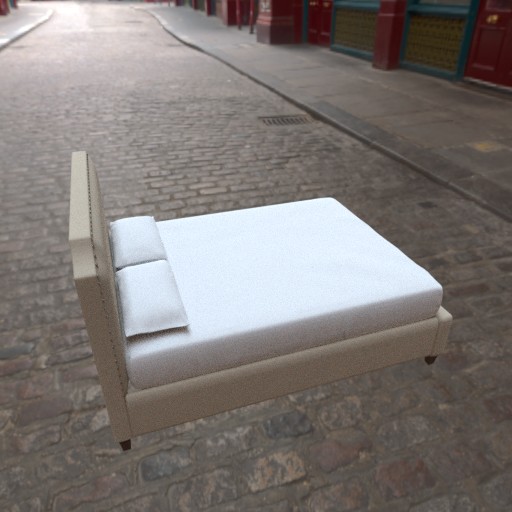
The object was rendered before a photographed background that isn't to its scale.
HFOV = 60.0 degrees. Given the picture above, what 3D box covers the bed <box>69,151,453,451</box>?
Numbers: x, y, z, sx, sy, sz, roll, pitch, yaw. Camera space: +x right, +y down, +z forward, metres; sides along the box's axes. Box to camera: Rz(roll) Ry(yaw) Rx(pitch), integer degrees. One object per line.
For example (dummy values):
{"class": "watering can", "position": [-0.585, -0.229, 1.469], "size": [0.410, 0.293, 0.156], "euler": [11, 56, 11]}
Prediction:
{"class": "bed", "position": [0.000, 0.000, 3.313], "size": [2.329, 1.415, 1.703], "euler": [-10, 32, -16]}
